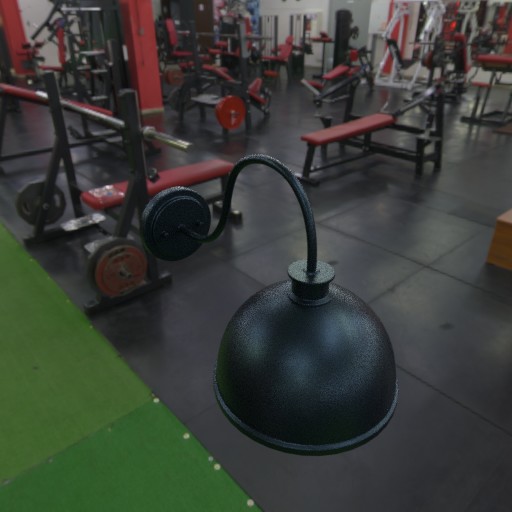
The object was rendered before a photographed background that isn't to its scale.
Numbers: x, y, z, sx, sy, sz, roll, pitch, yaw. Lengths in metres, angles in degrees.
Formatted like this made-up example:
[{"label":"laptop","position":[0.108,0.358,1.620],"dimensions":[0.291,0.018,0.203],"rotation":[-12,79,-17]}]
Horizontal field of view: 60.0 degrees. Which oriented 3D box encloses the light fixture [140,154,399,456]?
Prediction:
[{"label":"light fixture","position":[0.000,0.000,0.621],"dimensions":[0.253,0.295,0.467],"rotation":[-21,35,-33]}]
